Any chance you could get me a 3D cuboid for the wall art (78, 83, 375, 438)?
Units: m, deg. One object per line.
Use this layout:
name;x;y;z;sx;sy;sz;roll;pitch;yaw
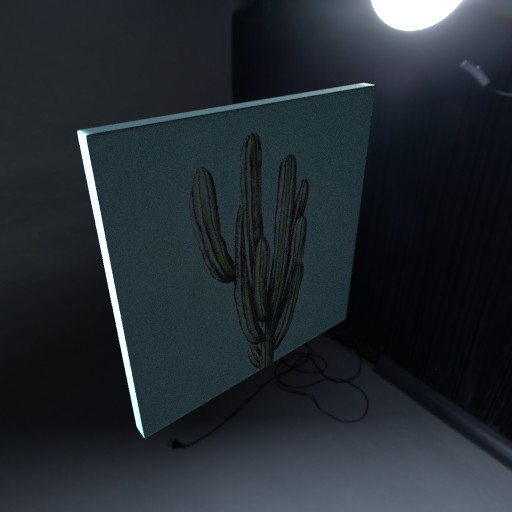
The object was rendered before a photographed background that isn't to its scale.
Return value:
wall art;0.000;0.000;1.608;1.071;1.073;0.070;-23;37;-33
